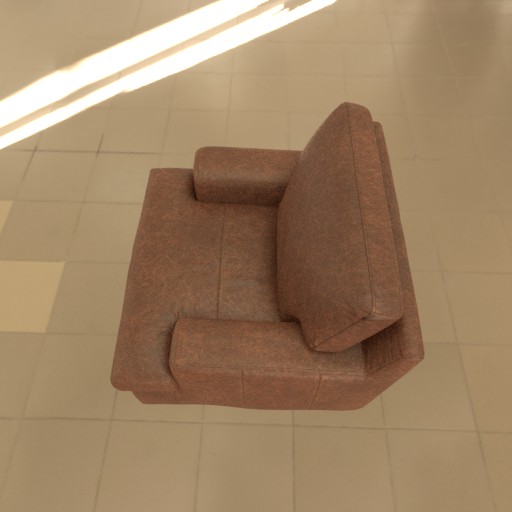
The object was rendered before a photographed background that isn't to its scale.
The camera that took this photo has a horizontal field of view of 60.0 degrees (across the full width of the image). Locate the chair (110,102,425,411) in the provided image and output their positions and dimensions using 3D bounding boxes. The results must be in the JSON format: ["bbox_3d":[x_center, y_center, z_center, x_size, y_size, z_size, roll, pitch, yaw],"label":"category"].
[{"bbox_3d":[0.000,0.000,1.968,1.143,0.939,1.168,1,58,1],"label":"chair"}]
